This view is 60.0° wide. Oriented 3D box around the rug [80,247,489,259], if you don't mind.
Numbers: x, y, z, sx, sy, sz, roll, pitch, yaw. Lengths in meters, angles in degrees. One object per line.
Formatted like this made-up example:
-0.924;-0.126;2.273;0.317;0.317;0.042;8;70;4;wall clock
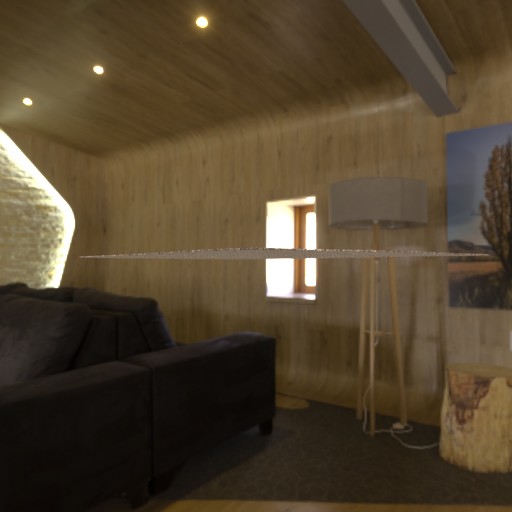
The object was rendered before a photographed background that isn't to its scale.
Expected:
0.000;0.000;5.273;2.997;0.020;4.093;1;-1;-37;rug
